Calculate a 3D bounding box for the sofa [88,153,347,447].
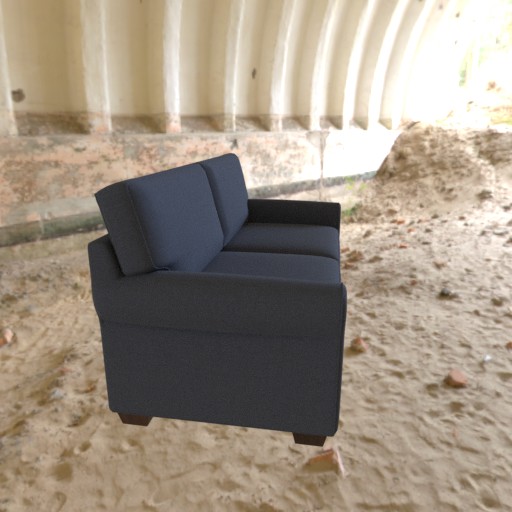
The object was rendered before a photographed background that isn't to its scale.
[{"bbox_3d":[0.000,0.000,2.472,0.940,1.020,1.930,3,17,9],"label":"sofa"}]
